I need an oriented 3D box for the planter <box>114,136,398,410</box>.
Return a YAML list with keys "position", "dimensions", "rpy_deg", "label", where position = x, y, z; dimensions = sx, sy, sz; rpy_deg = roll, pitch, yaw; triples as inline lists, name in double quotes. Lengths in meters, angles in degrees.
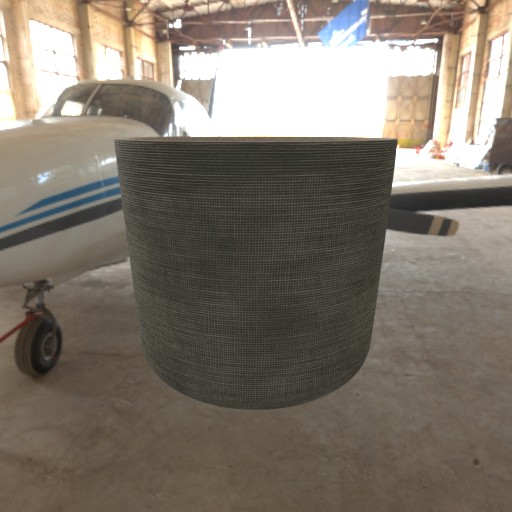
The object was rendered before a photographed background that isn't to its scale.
- position: [0.000, 0.000, 0.773]
  dimensions: [0.440, 0.398, 0.440]
  rpy_deg: [0, 16, 0]
  label: "planter"
